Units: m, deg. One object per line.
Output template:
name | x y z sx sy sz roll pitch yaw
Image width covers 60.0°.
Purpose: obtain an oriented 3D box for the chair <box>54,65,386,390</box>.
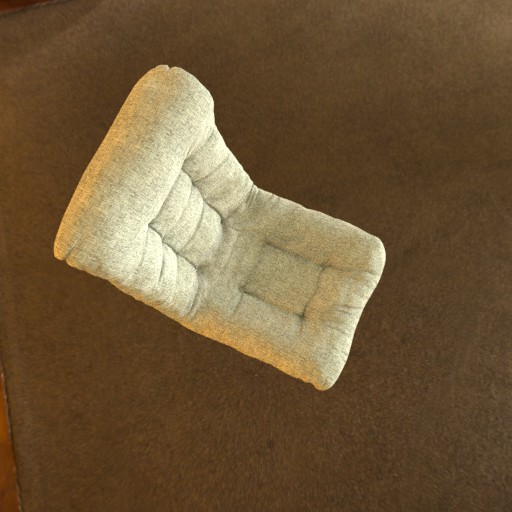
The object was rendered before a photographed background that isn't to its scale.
chair | 0.000 0.000 0.976 0.583 0.600 0.400 24 76 6
